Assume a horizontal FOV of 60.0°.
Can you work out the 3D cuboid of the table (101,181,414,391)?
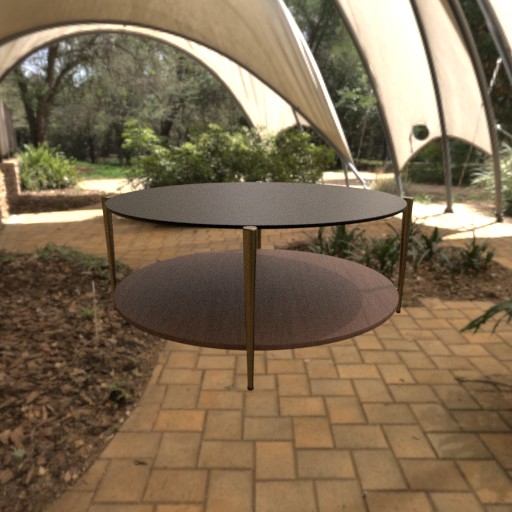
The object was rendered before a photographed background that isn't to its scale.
[{"bbox_3d":[0.000,0.000,1.500,0.938,0.400,0.938,-8,17,-27],"label":"table"}]
